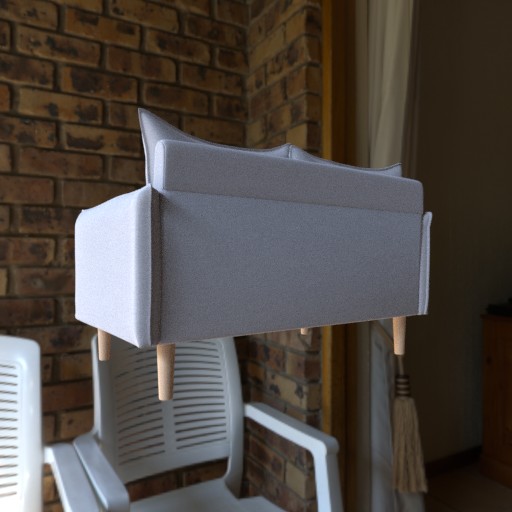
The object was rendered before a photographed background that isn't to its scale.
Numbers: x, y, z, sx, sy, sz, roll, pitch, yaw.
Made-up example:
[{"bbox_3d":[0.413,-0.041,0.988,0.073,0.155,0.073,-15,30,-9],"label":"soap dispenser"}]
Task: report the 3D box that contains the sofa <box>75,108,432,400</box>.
[{"bbox_3d":[0.000,0.000,1.850,1.300,0.840,0.820,0,0,-35],"label":"sofa"}]
